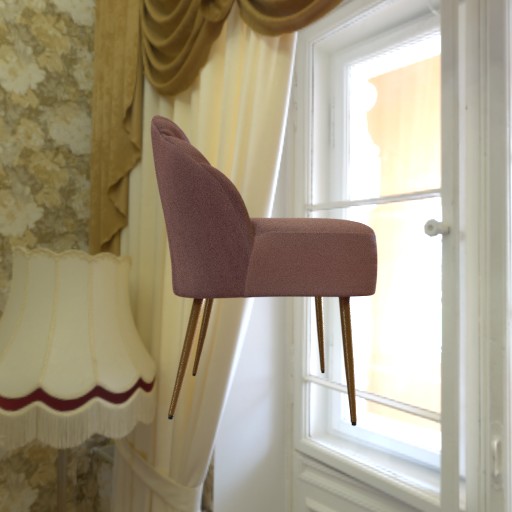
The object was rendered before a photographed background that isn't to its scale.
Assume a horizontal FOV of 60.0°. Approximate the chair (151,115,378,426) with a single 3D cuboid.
[{"bbox_3d":[0.000,0.000,1.318,0.599,0.819,0.657,0,-1,0],"label":"chair"}]
